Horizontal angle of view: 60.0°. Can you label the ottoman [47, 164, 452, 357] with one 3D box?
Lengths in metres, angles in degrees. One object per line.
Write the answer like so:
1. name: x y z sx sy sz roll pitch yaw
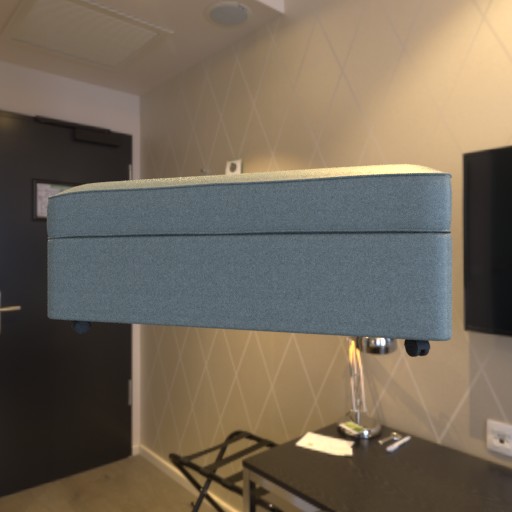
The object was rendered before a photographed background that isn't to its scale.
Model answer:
1. ottoman: 0.000 0.000 1.502 1.173 0.494 0.681 0 0 19
